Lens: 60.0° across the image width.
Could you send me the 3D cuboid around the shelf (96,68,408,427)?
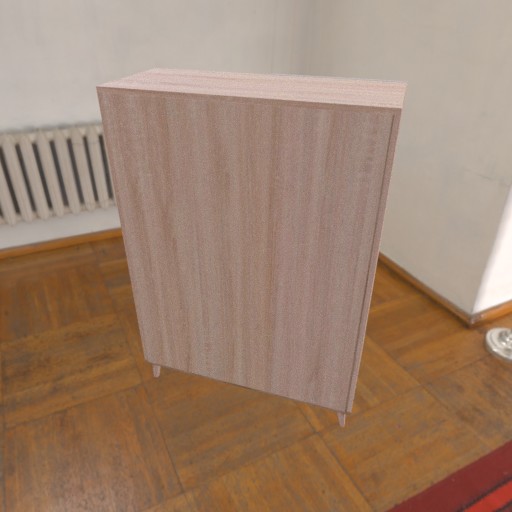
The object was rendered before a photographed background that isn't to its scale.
[{"bbox_3d":[0.000,0.000,1.901,0.995,1.405,0.434,10,33,16],"label":"shelf"}]
